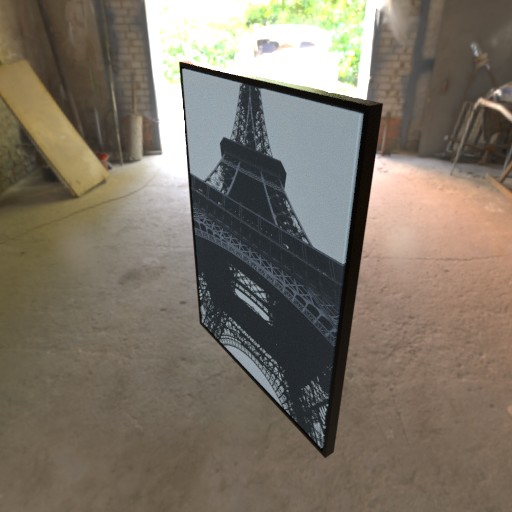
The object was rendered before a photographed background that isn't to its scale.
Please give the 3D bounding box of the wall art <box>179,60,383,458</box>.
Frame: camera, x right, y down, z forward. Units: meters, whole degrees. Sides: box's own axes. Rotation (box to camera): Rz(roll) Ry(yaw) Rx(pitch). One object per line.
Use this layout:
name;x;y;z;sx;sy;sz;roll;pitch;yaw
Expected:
wall art;0.000;0.000;1.405;0.040;1.062;0.805;-20;36;-30
